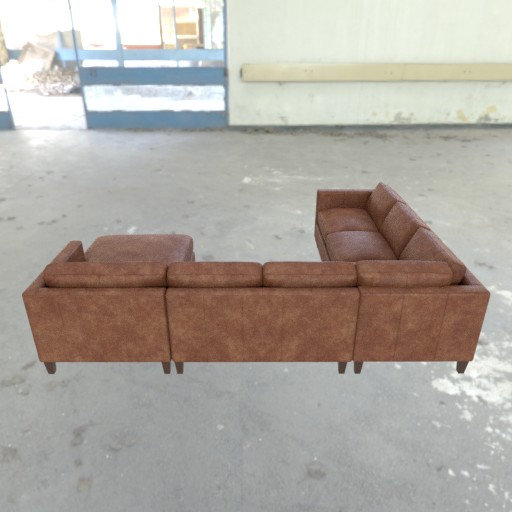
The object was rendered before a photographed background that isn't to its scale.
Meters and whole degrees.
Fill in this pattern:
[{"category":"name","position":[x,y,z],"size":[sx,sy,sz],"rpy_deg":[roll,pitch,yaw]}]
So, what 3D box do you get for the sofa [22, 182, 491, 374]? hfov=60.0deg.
[{"category":"sofa","position":[0.000,0.000,4.346],"size":[3.324,0.888,2.452],"rpy_deg":[0,26,0]}]
